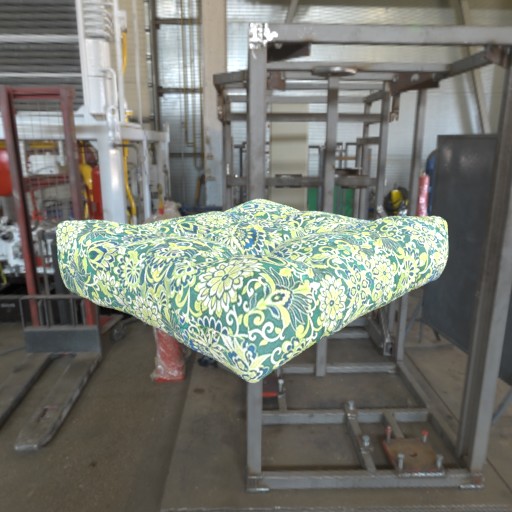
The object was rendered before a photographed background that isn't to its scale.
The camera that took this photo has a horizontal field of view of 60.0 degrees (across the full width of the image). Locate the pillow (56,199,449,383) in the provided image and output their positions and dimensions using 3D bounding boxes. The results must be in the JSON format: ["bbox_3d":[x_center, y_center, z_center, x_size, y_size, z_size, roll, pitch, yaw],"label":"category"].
[{"bbox_3d":[0.000,0.000,0.735,0.468,0.128,0.490,13,19,42],"label":"pillow"}]
